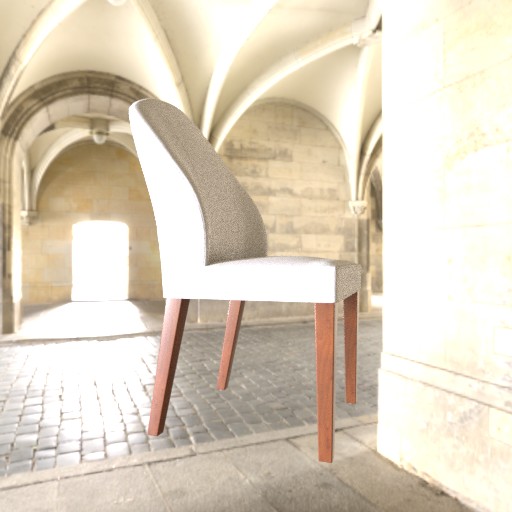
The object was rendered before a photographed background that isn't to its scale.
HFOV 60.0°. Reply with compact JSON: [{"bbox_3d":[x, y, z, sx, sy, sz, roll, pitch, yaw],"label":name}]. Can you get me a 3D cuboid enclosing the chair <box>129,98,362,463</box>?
[{"bbox_3d":[0.000,0.000,1.231,0.540,0.893,0.472,0,-1,19],"label":"chair"}]
